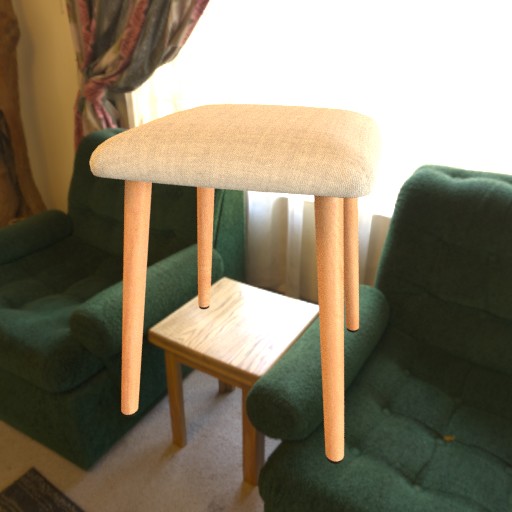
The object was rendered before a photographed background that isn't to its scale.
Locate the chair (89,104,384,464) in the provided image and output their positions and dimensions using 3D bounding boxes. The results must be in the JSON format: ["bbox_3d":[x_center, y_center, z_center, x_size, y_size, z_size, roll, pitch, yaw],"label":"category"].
[{"bbox_3d":[0.000,0.000,0.702,0.350,0.440,0.350,7,27,14],"label":"chair"}]
